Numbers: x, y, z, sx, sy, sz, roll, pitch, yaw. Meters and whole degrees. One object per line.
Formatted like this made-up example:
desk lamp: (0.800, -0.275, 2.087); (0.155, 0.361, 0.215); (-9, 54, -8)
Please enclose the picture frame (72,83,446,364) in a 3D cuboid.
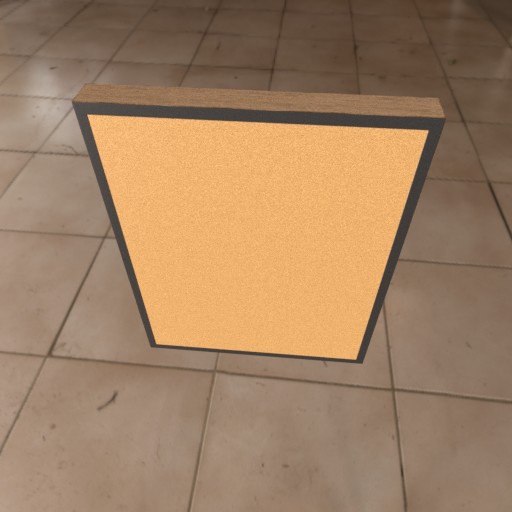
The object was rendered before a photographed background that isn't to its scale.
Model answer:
picture frame: (0.000, 0.000, 0.703); (0.421, 0.526, 0.046); (4, 47, 3)
